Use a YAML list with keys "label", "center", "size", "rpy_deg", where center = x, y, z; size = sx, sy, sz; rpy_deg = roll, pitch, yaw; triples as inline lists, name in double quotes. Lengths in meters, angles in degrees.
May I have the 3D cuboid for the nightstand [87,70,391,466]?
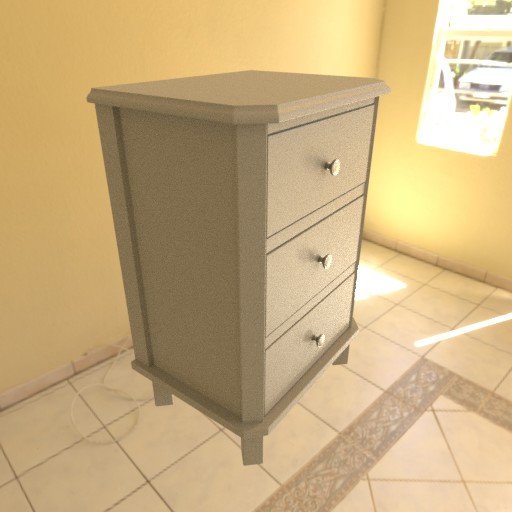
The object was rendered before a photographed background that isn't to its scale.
- label: "nightstand"
  center: [0.000, 0.000, 0.933]
  size: [0.350, 0.680, 0.450]
  rpy_deg: [19, 33, 32]
